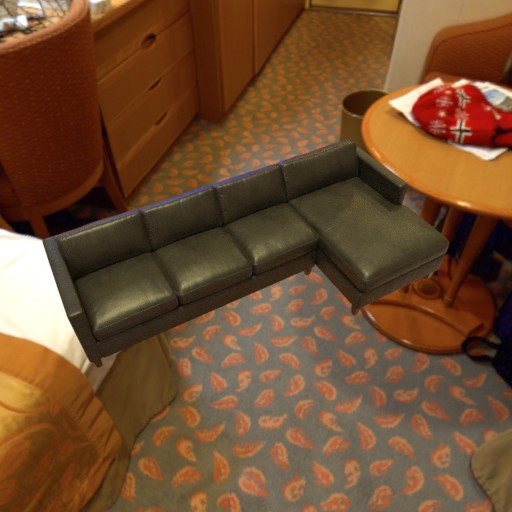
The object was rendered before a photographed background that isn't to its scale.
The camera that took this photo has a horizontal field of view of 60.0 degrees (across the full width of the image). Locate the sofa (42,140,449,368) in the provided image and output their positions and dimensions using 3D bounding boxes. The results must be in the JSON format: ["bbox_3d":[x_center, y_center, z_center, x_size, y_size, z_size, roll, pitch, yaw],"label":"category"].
[{"bbox_3d":[0.000,0.000,3.962,3.203,0.883,1.581,-22,49,-20],"label":"sofa"}]
